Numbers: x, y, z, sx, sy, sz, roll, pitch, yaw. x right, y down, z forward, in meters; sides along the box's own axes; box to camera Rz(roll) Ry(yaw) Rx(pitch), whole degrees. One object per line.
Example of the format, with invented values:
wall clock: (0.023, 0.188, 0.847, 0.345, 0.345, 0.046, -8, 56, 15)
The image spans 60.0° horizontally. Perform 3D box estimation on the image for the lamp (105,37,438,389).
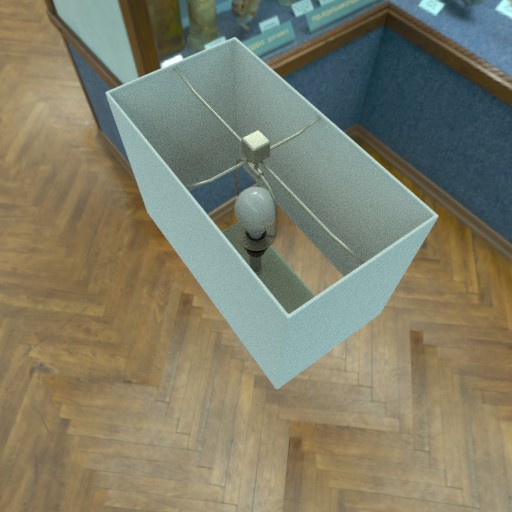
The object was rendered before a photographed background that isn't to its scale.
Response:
lamp: (0.000, 0.000, 0.722, 0.200, 0.515, 0.380, -32, 64, -17)
